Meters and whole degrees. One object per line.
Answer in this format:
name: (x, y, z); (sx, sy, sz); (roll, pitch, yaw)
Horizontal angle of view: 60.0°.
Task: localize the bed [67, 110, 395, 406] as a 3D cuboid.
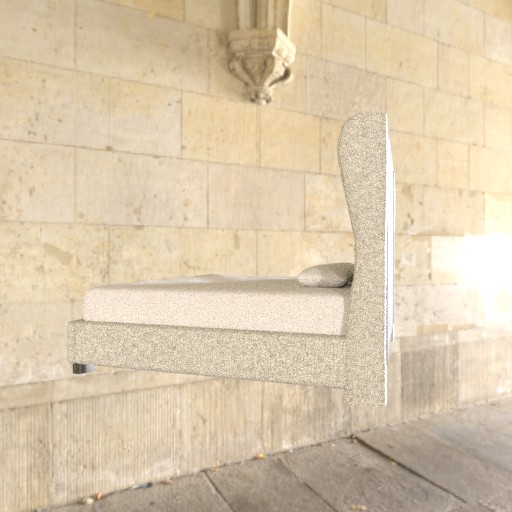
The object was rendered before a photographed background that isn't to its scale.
bed: (0.000, 0.000, 3.991); (2.347, 1.771, 2.219); (0, 0, 19)
